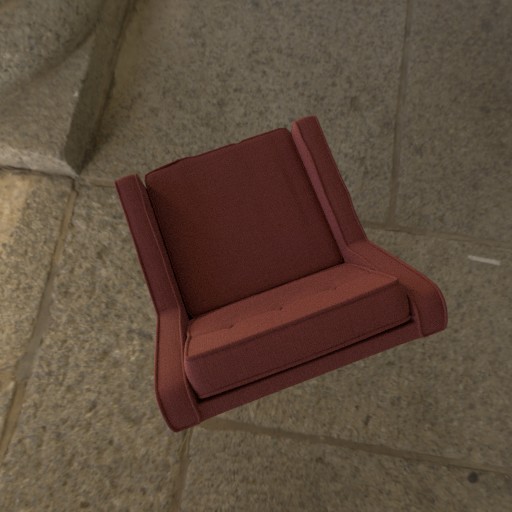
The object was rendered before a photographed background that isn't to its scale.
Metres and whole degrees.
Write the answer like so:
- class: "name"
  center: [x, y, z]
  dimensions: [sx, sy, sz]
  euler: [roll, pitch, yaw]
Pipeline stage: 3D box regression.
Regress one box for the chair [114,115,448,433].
- class: "chair"
  center: [0.000, 0.000, 1.383]
  dimensions: [0.680, 0.812, 0.770]
  euler: [-20, 77, -5]
